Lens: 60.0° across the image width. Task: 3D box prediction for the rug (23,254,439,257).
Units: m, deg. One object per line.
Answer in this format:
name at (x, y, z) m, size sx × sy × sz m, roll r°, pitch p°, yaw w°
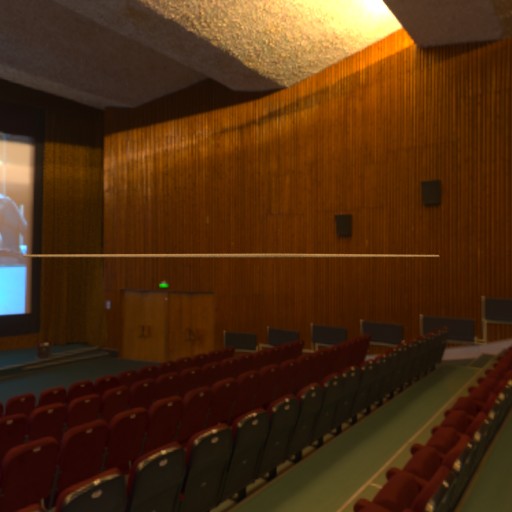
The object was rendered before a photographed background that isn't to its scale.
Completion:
rug at (0.000, 0.000, 3.989) m, size 2.430 × 0.018 × 2.976 m, roll 0°, pitch 0°, yaw 36°
